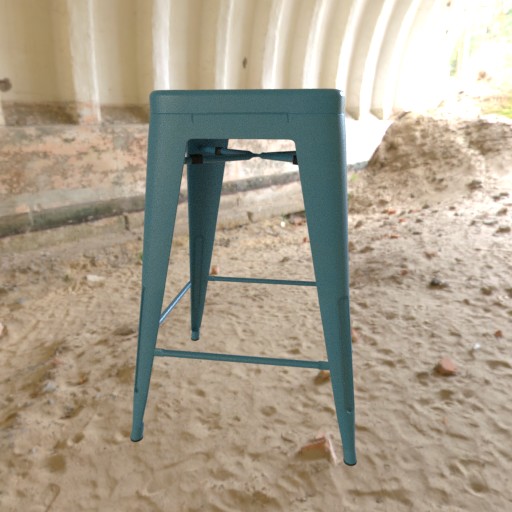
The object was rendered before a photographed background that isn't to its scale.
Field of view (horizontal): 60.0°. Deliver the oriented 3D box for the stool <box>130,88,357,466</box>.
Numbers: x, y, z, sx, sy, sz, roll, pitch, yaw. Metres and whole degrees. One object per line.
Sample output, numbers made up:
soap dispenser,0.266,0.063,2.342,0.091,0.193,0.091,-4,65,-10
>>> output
stool,0.000,0.000,0.884,0.410,0.608,0.410,3,18,8
